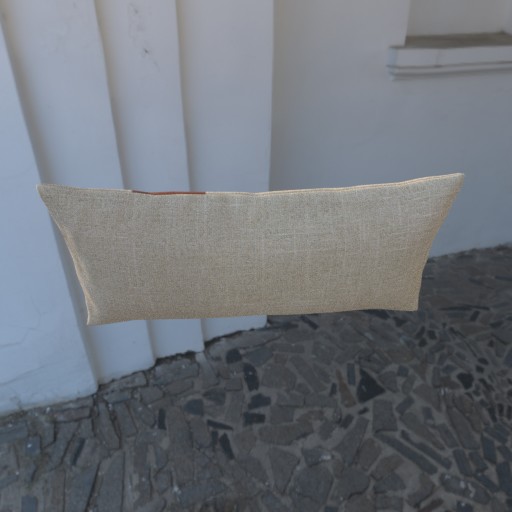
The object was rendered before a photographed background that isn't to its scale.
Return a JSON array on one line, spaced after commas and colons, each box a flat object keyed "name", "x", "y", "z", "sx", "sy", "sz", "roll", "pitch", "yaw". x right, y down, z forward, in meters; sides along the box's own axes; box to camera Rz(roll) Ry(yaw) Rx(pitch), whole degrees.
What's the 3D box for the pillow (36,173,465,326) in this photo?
[{"name": "pillow", "x": 0.000, "y": 0.000, "z": 0.722, "sx": 0.612, "sy": 0.282, "sz": 0.155, "roll": -2, "pitch": 30, "yaw": -4}]
